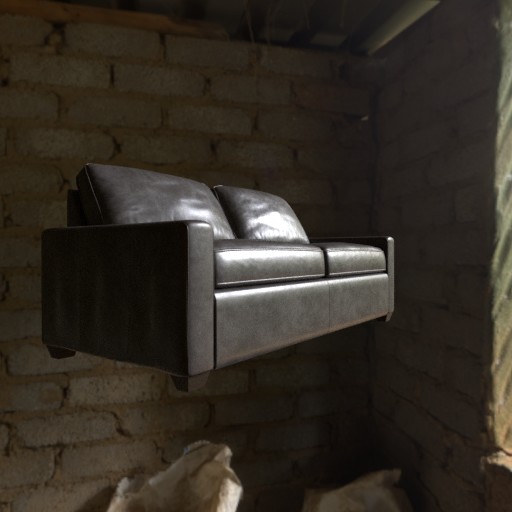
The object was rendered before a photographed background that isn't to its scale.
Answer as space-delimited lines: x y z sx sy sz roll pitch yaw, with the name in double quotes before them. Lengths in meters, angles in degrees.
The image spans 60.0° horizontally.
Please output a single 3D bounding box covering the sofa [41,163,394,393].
"sofa" 0.000 0.000 2.565 0.939 0.916 2.081 0 1 36
